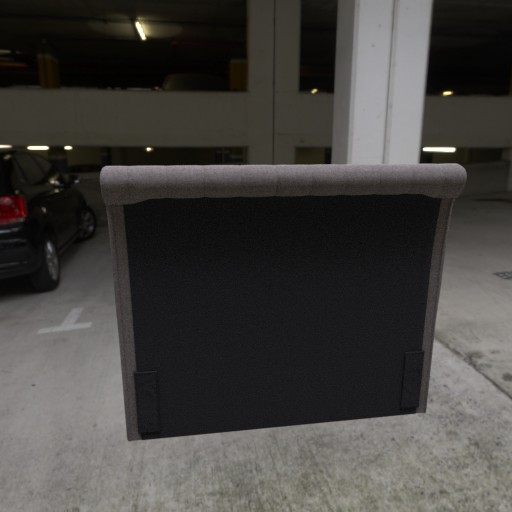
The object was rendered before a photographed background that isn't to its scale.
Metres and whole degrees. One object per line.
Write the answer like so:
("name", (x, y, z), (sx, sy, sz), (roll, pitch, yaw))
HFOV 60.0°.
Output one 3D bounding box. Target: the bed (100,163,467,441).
("bed", (0.000, 0.000, 3.167), (1.645, 1.371, 2.252), (-2, 14, -9))
